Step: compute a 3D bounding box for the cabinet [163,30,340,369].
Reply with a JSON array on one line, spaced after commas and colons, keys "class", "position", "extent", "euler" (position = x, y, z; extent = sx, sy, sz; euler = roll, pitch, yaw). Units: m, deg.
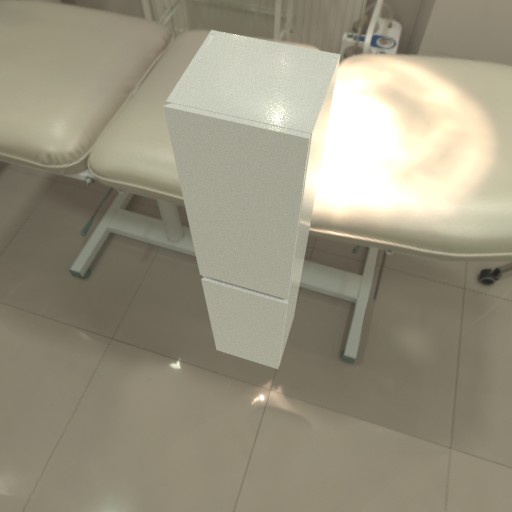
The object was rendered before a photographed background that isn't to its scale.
[{"class": "cabinet", "position": [0.000, 0.000, 1.516], "extent": [0.300, 1.400, 0.270], "euler": [15, 59, 9]}]
